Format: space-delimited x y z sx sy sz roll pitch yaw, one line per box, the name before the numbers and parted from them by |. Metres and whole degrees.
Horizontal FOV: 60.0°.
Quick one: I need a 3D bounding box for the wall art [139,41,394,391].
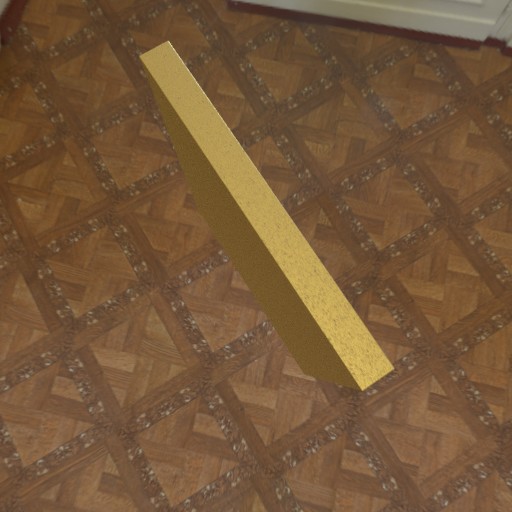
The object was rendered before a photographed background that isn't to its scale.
wall art | 0.000 0.000 0.887 0.048 0.642 0.537 -32 79 -7
